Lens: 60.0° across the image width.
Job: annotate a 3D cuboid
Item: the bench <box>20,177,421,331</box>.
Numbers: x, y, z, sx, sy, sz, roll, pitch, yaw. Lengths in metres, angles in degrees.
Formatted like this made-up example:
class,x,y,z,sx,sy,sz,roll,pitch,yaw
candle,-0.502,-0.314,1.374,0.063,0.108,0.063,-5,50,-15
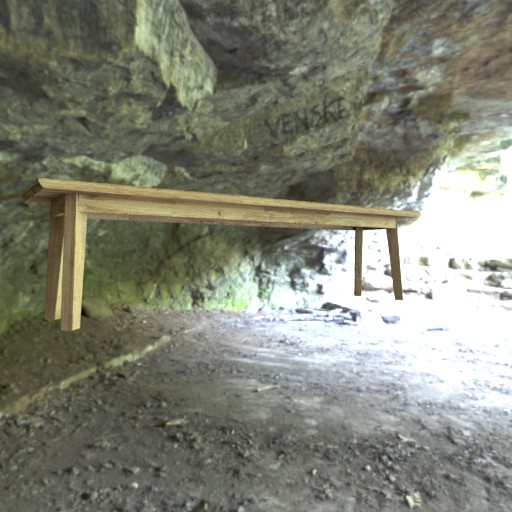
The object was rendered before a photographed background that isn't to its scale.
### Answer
class,x,y,z,sx,sy,sz,roll,pitch,yaw
bench,0.000,0.000,1.840,1.698,0.431,0.378,0,0,-35
